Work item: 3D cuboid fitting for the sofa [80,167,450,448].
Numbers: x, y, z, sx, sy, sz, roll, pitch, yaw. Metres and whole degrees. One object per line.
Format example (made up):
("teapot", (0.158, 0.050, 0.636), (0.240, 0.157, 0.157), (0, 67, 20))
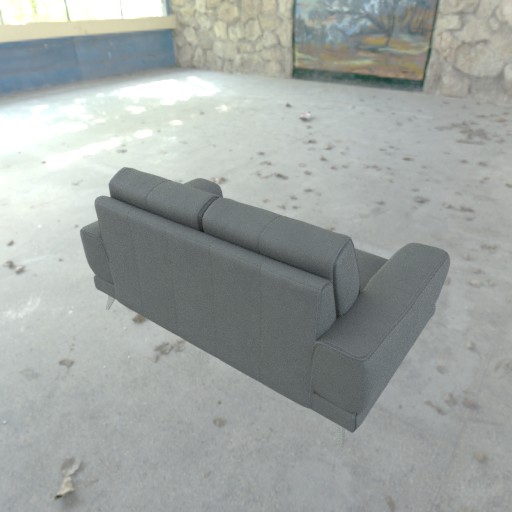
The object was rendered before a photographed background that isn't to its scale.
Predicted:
("sofa", (0.000, 0.000, 2.428), (1.806, 0.907, 1.018), (21, 37, 31))
